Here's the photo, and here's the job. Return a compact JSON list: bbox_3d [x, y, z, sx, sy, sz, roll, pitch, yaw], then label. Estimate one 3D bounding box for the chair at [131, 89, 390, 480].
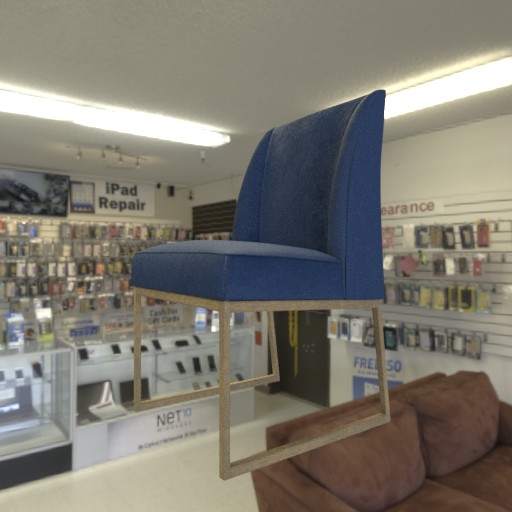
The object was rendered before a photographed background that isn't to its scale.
[{"bbox_3d":[0.000,0.000,1.188,0.522,0.863,0.508,0,1,-36],"label":"chair"}]
